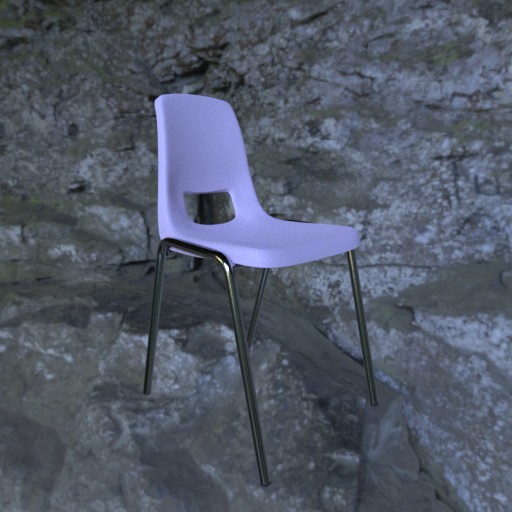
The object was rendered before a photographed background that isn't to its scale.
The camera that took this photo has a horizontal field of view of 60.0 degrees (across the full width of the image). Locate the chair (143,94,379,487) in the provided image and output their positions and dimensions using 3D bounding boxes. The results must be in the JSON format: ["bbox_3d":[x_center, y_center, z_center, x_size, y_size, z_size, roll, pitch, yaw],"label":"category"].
[{"bbox_3d":[0.000,0.000,0.971,0.381,0.704,0.436,-12,18,-43],"label":"chair"}]
